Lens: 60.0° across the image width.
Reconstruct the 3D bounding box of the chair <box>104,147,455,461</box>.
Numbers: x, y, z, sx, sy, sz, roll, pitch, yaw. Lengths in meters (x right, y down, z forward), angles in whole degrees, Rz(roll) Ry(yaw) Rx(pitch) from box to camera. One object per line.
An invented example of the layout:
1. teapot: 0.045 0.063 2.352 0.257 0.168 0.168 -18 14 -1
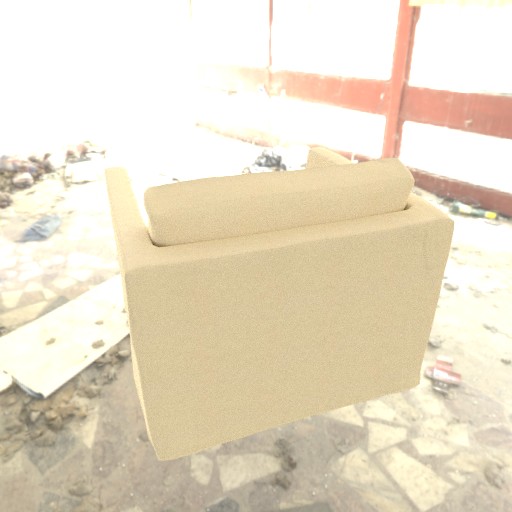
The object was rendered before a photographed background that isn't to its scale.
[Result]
1. chair: 0.000 0.000 1.746 1.057 0.851 0.947 -10 29 -17
